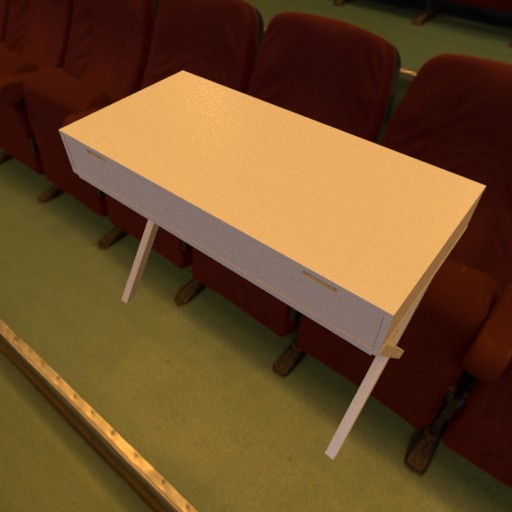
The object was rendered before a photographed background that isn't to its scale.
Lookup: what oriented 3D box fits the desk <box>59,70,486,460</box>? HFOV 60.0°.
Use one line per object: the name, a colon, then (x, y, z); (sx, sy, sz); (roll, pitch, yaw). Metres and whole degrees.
desk: (0.000, 0.000, 1.471); (1.059, 0.780, 0.509); (30, 53, 26)
